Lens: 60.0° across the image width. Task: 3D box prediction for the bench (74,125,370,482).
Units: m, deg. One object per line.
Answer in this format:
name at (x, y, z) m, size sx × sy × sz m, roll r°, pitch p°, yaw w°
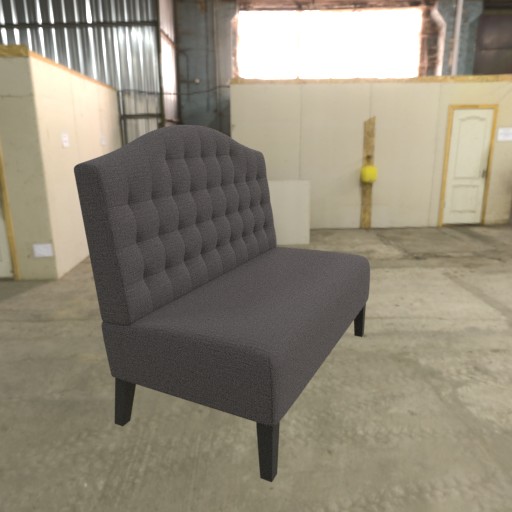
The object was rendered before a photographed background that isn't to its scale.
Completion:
bench at (0.000, 0.000, 2.070) m, size 0.815 × 1.180 × 1.335 m, roll 8°, pitch 17°, yaw 26°
